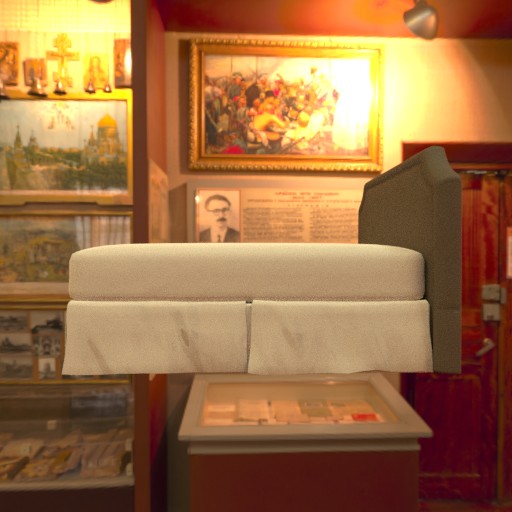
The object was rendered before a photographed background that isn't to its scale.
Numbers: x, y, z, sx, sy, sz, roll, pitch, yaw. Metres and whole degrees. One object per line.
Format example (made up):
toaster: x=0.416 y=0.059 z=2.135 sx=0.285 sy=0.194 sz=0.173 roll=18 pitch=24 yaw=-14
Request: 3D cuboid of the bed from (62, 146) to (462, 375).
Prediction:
bed: x=0.000 y=0.000 z=3.229 sx=2.181 sy=1.297 sz=1.831 roll=0 pitch=1 yaw=0
